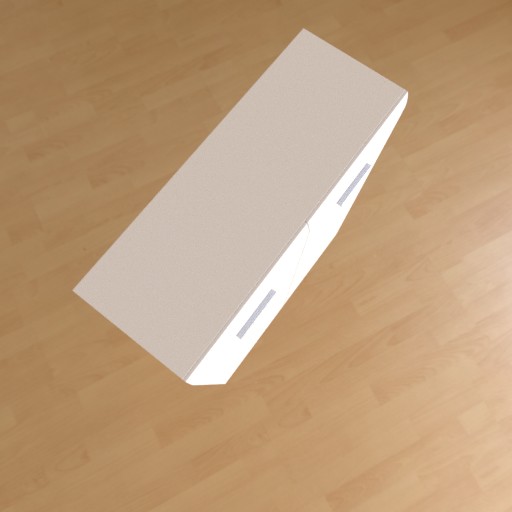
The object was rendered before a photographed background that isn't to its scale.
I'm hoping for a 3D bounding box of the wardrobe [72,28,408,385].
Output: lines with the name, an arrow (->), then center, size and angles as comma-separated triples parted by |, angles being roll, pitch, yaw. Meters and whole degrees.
wardrobe -> 0.000, 0.000, 1.643 | 0.360, 1.200, 0.900 | 36, 77, 10
